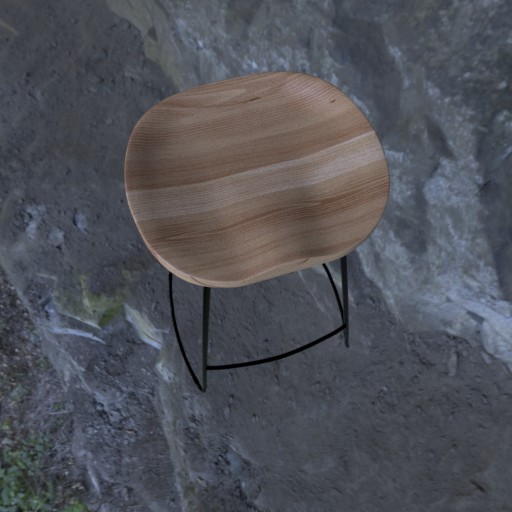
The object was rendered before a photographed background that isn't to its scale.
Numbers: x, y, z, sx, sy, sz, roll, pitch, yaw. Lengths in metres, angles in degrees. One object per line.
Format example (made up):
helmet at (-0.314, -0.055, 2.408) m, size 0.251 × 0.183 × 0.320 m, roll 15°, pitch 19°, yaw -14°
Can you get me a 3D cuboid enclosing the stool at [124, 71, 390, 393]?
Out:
stool at (0.000, 0.000, 0.969) m, size 0.480 × 0.679 × 0.401 m, roll -15°, pitch 66°, yaw -7°
